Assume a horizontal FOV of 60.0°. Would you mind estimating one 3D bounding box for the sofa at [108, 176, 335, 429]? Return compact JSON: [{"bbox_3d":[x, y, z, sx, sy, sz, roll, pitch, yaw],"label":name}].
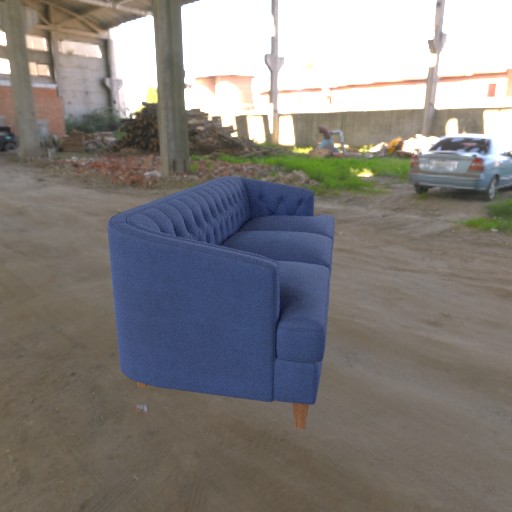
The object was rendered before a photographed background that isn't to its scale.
[{"bbox_3d":[0.000,0.000,2.701,0.914,0.787,2.235,3,16,10],"label":"sofa"}]
